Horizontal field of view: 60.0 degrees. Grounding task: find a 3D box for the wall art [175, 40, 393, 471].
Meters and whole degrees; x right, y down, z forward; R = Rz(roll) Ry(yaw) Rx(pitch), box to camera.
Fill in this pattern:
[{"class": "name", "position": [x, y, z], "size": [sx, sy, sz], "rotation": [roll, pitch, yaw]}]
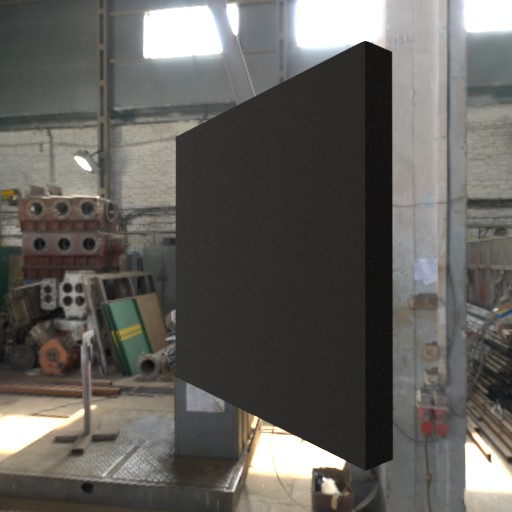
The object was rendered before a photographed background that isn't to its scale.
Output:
[{"class": "wall art", "position": [0.000, 0.000, 0.447], "size": [0.030, 0.305, 0.308], "rotation": [0, 0, -36]}]
